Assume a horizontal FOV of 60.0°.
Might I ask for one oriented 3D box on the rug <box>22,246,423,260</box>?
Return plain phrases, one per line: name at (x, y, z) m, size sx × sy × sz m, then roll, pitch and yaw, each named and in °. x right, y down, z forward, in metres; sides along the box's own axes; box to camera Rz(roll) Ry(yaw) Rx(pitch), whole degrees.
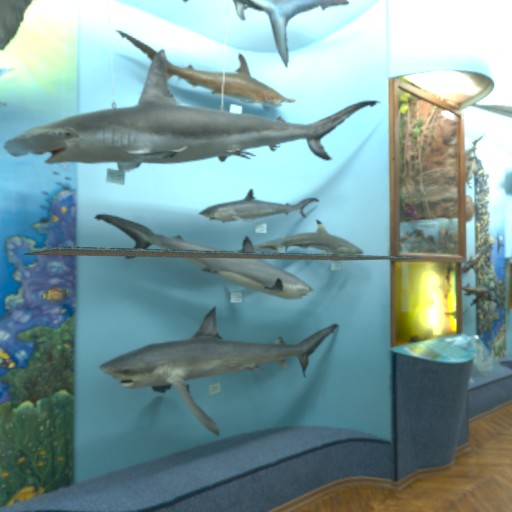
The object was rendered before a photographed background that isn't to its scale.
rug at (0.000, 0.000, 2.544) m, size 2.292 × 0.014 × 0.685 m, roll 1°, pitch -2°, yaw -37°
